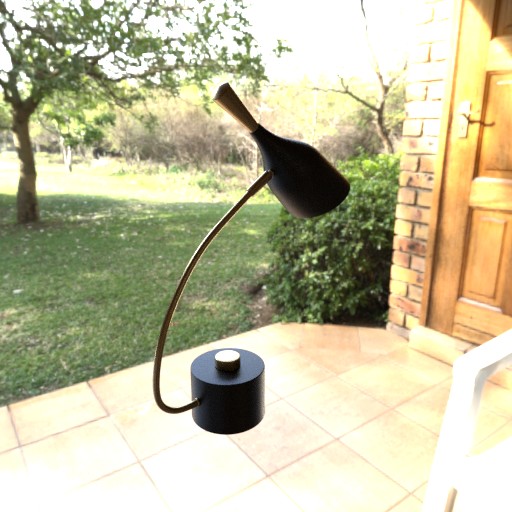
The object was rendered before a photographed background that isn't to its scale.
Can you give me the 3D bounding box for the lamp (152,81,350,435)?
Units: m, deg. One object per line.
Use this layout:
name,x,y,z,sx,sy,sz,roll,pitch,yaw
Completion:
lamp,0.000,0.000,0.641,0.352,0.464,0.110,-13,20,-40
